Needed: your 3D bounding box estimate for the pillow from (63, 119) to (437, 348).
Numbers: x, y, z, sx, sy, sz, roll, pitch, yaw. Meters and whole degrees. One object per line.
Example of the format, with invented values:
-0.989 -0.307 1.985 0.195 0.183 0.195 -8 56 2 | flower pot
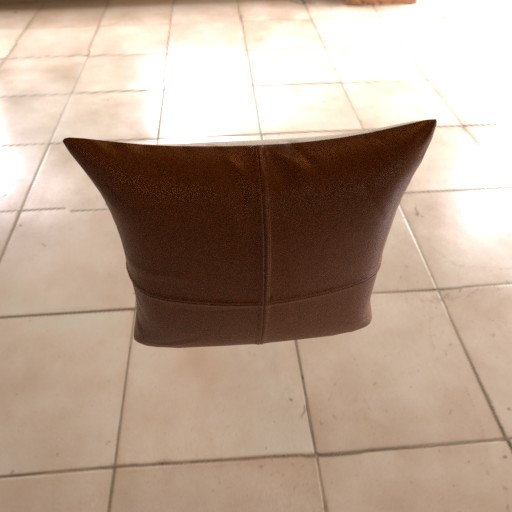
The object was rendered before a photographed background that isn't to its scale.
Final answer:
0.000 0.000 0.754 0.501 0.477 0.192 -4 47 -4 | pillow
